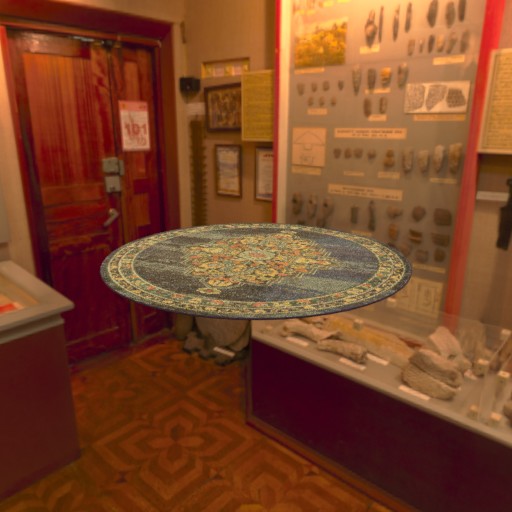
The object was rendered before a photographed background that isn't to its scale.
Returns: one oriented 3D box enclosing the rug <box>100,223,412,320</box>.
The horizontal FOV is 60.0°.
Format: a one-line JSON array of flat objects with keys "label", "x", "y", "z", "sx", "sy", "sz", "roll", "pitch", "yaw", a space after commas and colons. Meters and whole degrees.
[{"label": "rug", "x": 0.000, "y": 0.000, "z": 2.383, "sx": 1.591, "sy": 0.010, "sz": 1.591, "roll": 0, "pitch": 17, "yaw": 0}]
